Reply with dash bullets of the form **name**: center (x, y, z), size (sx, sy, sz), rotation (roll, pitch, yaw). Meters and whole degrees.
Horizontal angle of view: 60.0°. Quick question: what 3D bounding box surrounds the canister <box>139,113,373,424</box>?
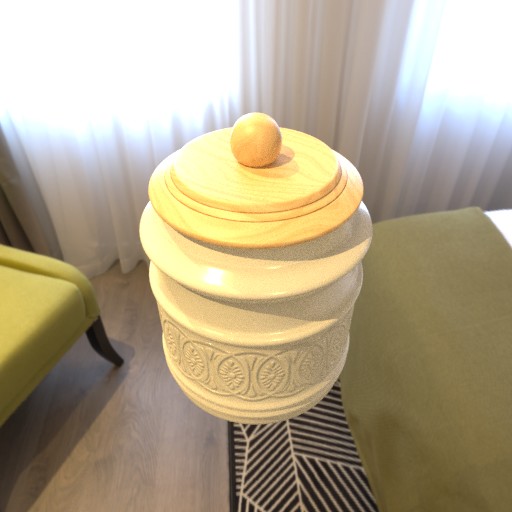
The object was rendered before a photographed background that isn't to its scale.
- **canister**: center (0.000, 0.000, 0.270), size (0.130, 0.176, 0.130), rotation (0, 40, 0)
